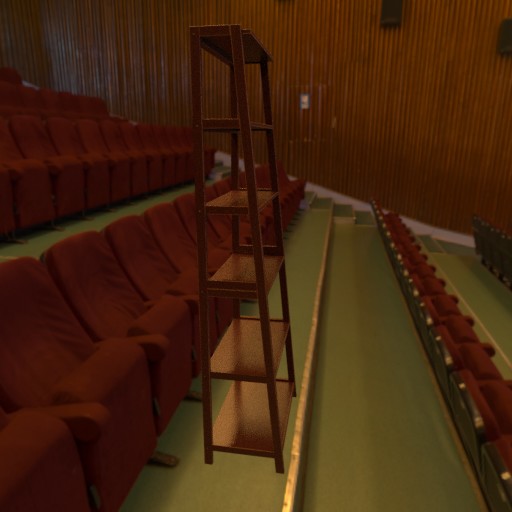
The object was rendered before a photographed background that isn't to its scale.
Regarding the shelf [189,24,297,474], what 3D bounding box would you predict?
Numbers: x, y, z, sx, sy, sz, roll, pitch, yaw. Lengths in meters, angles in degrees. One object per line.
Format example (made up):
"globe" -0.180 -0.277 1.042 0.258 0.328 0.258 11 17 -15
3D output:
"shelf" 0.000 0.000 2.146 0.381 1.892 0.660 3 15 10
